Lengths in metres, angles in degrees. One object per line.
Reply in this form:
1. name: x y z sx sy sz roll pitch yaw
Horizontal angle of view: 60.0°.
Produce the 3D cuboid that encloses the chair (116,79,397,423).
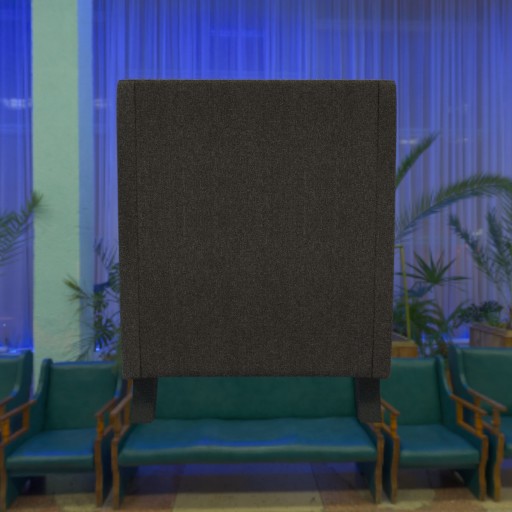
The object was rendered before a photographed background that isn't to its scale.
1. chair: 0.000 0.000 1.617 0.776 0.967 0.884 0 0 0
